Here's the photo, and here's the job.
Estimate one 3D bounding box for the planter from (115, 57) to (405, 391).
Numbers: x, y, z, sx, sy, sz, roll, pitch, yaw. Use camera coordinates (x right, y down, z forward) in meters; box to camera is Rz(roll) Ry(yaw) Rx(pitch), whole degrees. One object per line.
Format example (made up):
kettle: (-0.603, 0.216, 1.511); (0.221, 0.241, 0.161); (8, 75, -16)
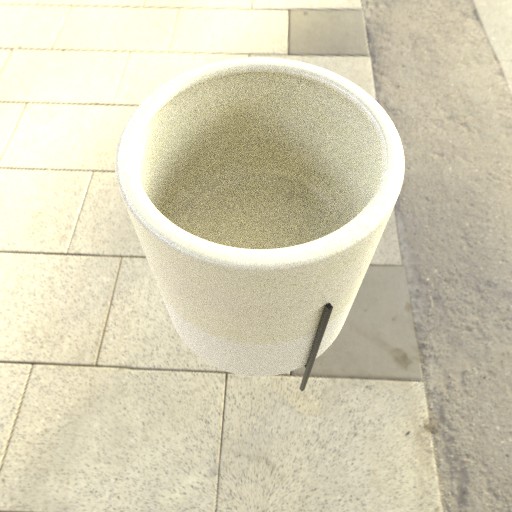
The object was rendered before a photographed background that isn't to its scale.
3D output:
planter: (0.000, 0.000, 0.703); (0.333, 0.483, 0.324); (0, 58, 0)
